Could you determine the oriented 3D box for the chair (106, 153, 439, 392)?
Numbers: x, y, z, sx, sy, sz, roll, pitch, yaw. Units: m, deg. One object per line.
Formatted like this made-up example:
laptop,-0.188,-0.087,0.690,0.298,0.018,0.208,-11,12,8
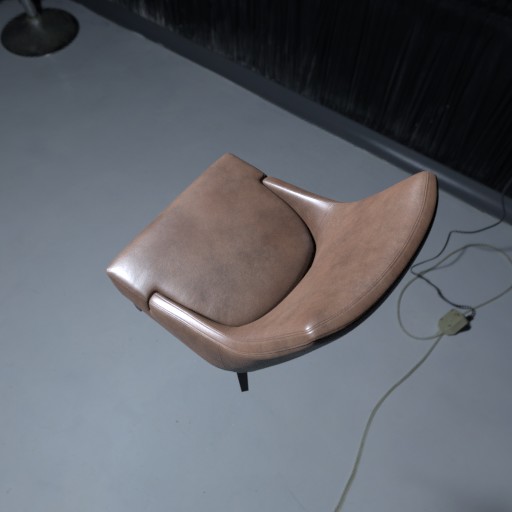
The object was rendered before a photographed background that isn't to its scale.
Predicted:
chair,0.000,0.000,1.491,0.861,0.909,0.701,34,67,17
